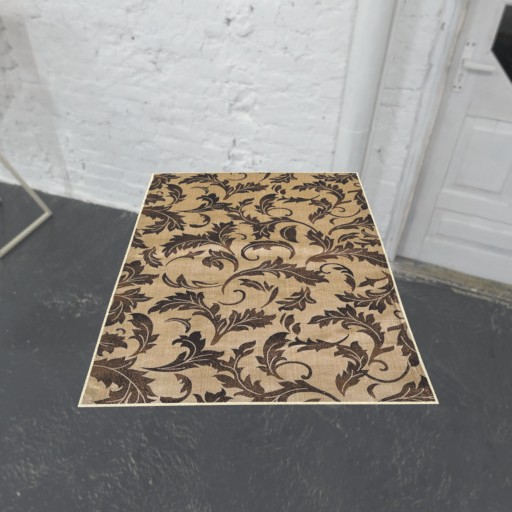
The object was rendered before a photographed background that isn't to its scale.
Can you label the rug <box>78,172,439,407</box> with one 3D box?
[{"bbox_3d":[0.000,0.000,4.018,2.380,0.008,2.977,0,41,0],"label":"rug"}]
